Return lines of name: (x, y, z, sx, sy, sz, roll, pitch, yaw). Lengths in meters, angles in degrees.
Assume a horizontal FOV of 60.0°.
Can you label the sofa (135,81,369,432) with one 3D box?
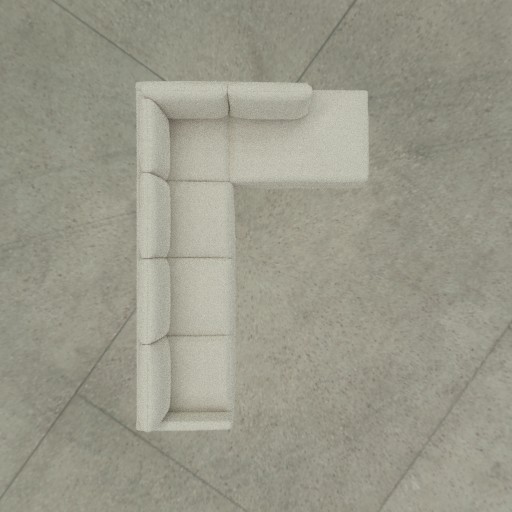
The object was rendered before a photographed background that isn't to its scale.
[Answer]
sofa: (0.000, 0.000, 3.886, 2.007, 0.815, 2.949, 0, 90, -2)
